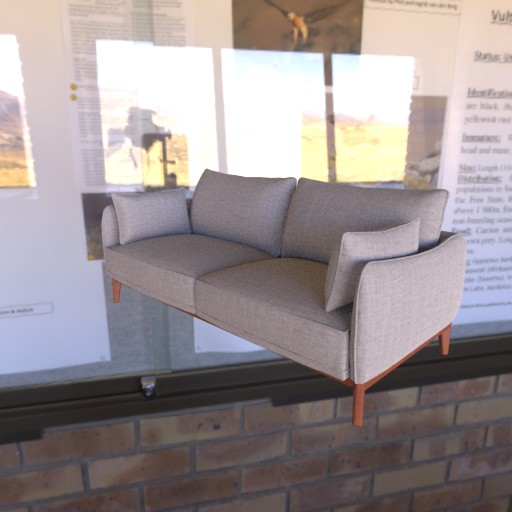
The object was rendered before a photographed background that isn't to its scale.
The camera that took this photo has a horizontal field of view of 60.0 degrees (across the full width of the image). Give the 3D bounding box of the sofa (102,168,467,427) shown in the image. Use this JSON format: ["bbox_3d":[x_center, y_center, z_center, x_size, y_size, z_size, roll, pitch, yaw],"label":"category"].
[{"bbox_3d":[0.000,0.000,2.503,1.989,0.851,0.972,14,21,43],"label":"sofa"}]
